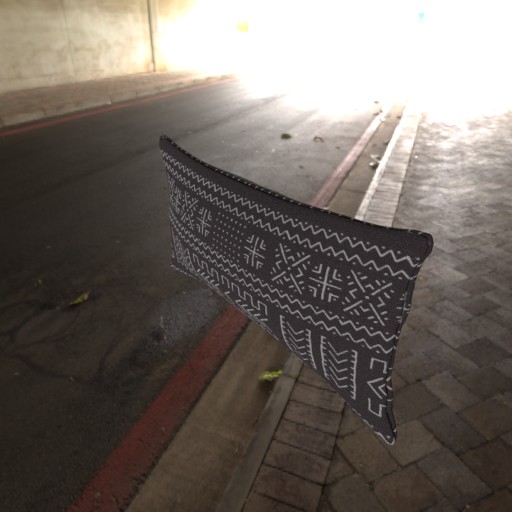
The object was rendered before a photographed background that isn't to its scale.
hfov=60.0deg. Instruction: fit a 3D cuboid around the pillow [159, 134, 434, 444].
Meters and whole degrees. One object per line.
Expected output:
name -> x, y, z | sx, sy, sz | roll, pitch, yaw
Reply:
pillow -> 0.000, 0.000, 0.789 | 0.135, 0.322, 0.667 | -19, 33, -32
